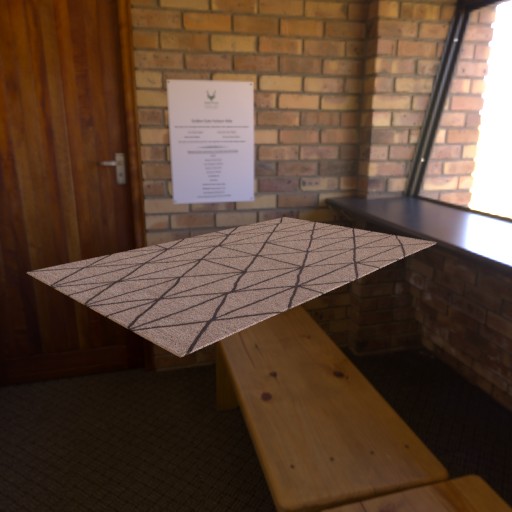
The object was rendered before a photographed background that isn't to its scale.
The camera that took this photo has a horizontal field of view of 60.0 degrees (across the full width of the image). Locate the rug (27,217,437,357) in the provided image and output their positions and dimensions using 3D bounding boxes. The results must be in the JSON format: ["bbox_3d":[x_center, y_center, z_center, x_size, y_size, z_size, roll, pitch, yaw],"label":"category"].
[{"bbox_3d":[0.000,0.000,3.062,1.526,0.008,2.465,14,21,41],"label":"rug"}]
